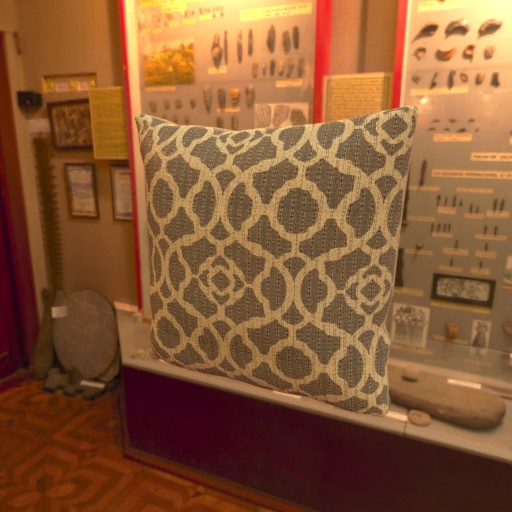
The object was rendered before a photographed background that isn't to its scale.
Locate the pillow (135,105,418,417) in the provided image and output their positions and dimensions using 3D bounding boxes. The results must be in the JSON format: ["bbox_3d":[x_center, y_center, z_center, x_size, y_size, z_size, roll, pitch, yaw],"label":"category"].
[{"bbox_3d":[0.000,0.000,0.794,0.508,0.498,0.215,7,16,25],"label":"pillow"}]
